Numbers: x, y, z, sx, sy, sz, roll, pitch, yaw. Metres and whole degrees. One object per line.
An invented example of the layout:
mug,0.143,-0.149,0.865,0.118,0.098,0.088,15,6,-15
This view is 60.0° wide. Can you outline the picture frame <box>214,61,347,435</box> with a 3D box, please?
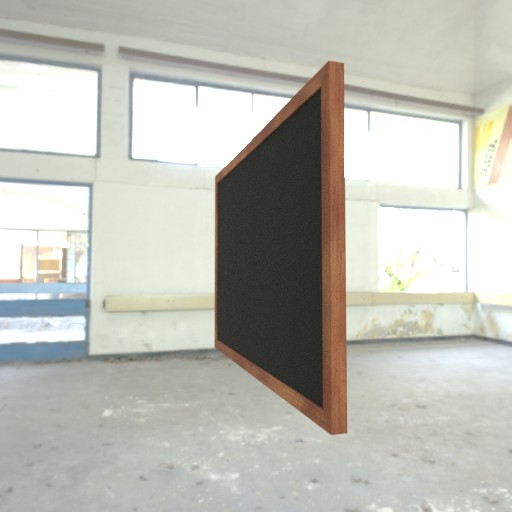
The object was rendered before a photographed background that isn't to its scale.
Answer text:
picture frame,0.000,0.000,1.213,0.029,0.640,0.950,1,-3,-17
